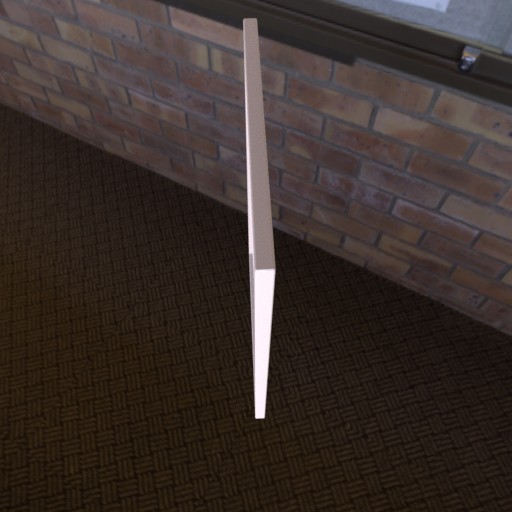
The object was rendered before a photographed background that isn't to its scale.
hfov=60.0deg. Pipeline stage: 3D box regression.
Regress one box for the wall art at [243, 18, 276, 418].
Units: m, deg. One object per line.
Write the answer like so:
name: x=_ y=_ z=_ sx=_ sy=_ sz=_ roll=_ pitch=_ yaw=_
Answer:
wall art: x=0.000 y=0.000 z=1.507 sx=0.038 sy=1.183 sz=0.808 roll=-2 pitch=58 yaw=-1
